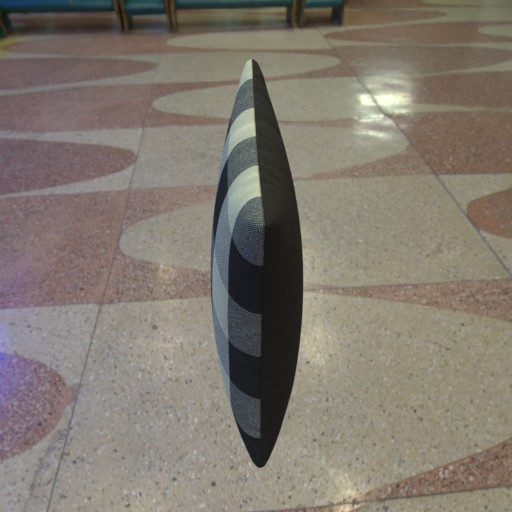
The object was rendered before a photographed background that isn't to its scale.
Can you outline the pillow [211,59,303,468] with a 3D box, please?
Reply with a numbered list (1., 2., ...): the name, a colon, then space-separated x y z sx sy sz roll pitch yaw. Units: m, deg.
1. pillow: 0.000 0.000 0.773 0.161 0.509 0.511 -1 40 -1
